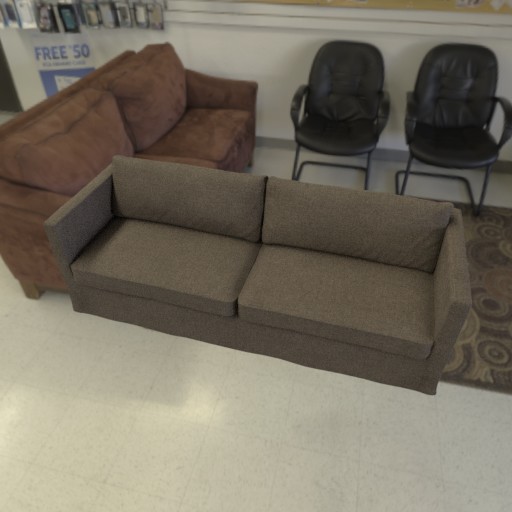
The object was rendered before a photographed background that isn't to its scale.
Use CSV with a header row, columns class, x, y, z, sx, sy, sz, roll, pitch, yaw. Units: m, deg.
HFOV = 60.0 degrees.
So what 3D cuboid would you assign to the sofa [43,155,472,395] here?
class,x,y,z,sx,sy,sz,roll,pitch,yaw
sofa,0.000,0.000,3.276,2.779,0.998,1.036,10,41,13
